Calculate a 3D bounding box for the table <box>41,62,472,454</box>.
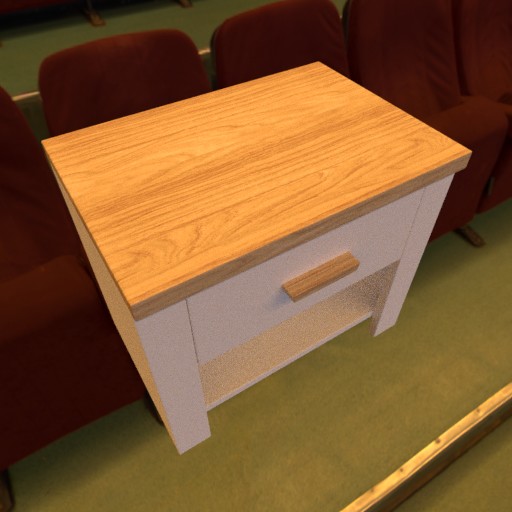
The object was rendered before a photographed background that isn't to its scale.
[{"bbox_3d":[0.000,0.000,0.779,0.500,0.440,0.360,-25,51,-21],"label":"table"}]
